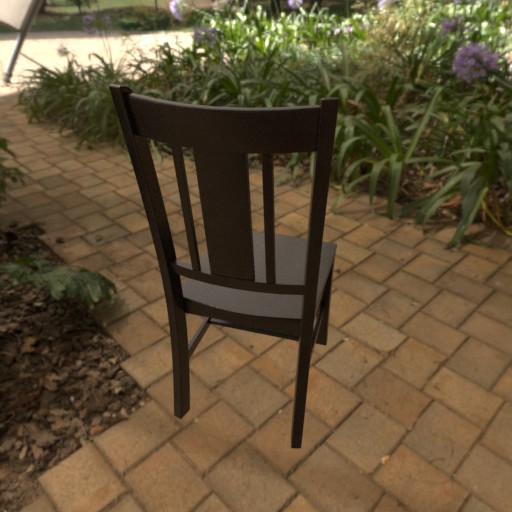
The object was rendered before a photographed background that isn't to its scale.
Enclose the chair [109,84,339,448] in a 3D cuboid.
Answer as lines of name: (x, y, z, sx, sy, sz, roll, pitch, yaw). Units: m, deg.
chair: (0.000, 0.000, 1.276, 0.450, 0.998, 0.555, 9, 32, 14)
